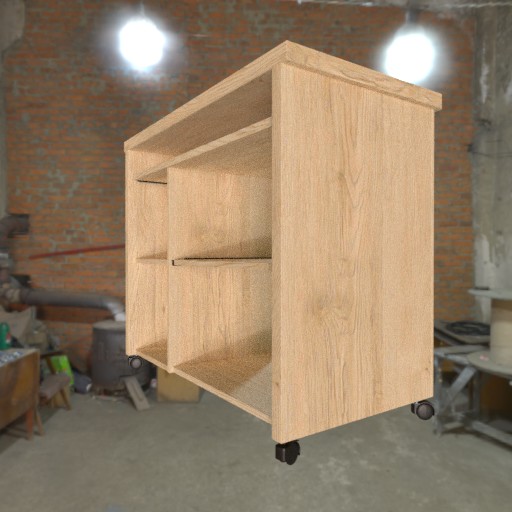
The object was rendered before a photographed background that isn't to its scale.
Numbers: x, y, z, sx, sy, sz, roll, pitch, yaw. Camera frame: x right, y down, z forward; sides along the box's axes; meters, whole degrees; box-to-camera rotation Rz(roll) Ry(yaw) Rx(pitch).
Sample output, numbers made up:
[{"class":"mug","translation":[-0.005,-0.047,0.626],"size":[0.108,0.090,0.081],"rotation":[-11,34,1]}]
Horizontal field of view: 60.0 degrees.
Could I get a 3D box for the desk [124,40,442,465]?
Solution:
[{"class":"desk","translation":[0.000,0.000,1.284],"size":[0.480,0.770,0.885],"rotation":[0,1,-35]}]
